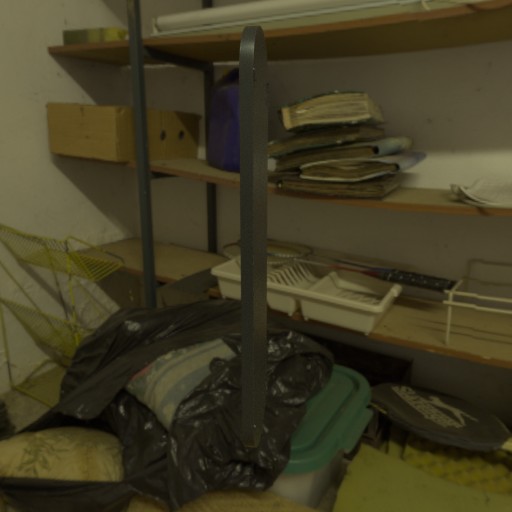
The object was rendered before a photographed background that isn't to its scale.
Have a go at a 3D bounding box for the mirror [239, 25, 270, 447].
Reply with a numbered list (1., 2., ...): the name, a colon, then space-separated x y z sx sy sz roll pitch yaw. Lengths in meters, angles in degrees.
1. mirror: 0.000 0.000 1.053 0.032 0.991 0.222 2 14 9
